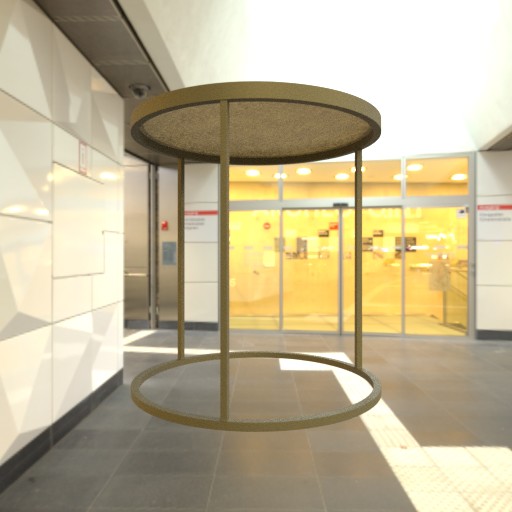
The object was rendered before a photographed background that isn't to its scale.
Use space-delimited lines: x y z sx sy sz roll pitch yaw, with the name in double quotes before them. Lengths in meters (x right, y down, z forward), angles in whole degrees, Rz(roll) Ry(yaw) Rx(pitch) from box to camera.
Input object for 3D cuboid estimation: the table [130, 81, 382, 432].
"table" 0.000 0.000 0.863 0.470 0.498 0.470 0 0 0
